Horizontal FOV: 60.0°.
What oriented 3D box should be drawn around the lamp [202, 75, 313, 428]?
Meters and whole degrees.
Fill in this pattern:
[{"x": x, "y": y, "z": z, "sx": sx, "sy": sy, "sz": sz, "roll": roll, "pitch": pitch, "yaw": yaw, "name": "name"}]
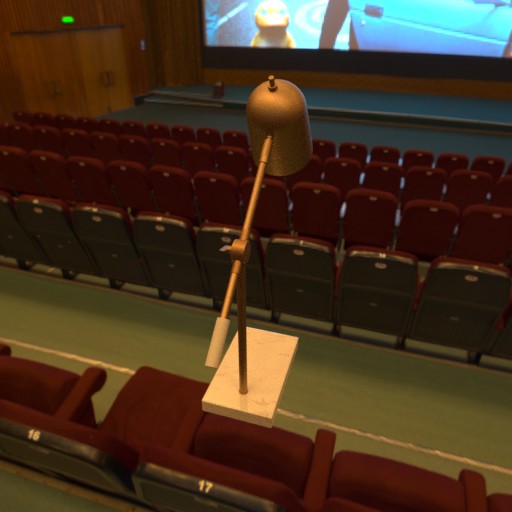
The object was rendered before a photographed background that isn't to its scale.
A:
[{"x": 0.000, "y": 0.000, "z": 0.826, "sx": 0.144, "sy": 0.603, "sz": 0.471, "roll": 9, "pitch": 33, "yaw": 15, "name": "lamp"}]
